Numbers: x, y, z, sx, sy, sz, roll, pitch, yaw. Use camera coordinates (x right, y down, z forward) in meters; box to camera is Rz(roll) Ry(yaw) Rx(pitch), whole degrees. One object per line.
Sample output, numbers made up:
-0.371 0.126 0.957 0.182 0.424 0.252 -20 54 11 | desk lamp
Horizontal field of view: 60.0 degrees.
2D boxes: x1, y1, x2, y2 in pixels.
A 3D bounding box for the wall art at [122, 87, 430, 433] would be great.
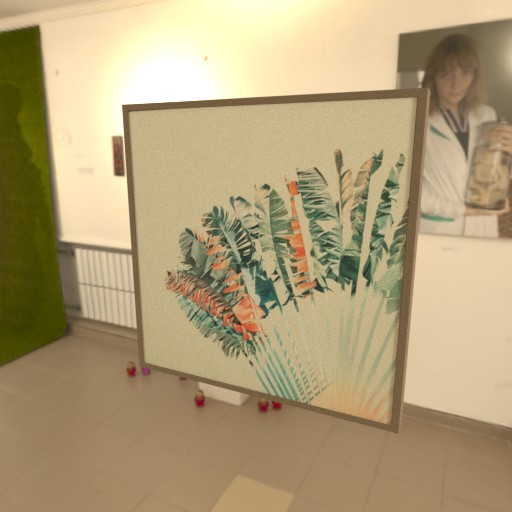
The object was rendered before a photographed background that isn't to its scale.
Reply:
0.000 0.000 0.752 0.508 0.506 0.038 6 15 25 | wall art
